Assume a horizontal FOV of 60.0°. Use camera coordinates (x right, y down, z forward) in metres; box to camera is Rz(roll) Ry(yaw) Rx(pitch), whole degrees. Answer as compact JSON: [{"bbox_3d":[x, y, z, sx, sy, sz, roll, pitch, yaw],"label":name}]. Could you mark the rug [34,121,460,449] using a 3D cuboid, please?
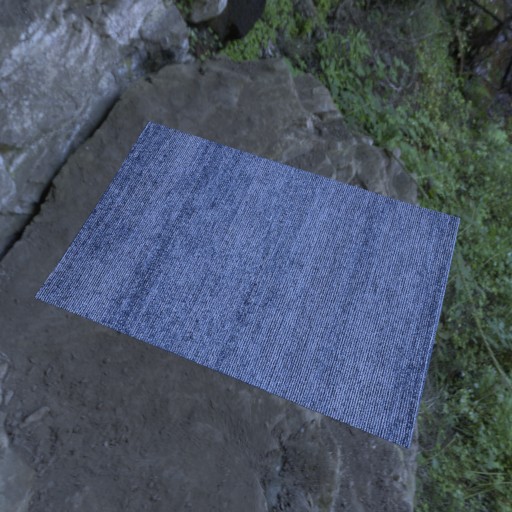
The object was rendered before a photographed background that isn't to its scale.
[{"bbox_3d":[0.000,0.000,2.104,1.740,0.010,1.135,20,65,9],"label":"rug"}]
